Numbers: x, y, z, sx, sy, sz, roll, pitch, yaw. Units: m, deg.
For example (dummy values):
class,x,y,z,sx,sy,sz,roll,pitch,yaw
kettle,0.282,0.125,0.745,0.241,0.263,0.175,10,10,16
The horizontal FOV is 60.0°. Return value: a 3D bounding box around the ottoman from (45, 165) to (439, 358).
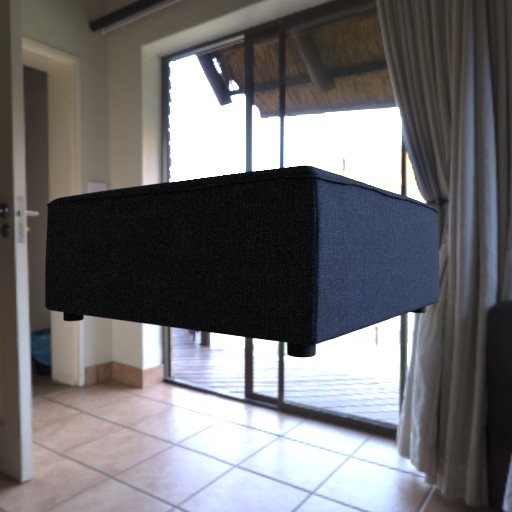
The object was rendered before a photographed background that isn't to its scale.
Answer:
class,x,y,z,sx,sy,sz,roll,pitch,yaw
ottoman,0.000,0.000,1.563,1.023,0.423,1.017,0,0,36
